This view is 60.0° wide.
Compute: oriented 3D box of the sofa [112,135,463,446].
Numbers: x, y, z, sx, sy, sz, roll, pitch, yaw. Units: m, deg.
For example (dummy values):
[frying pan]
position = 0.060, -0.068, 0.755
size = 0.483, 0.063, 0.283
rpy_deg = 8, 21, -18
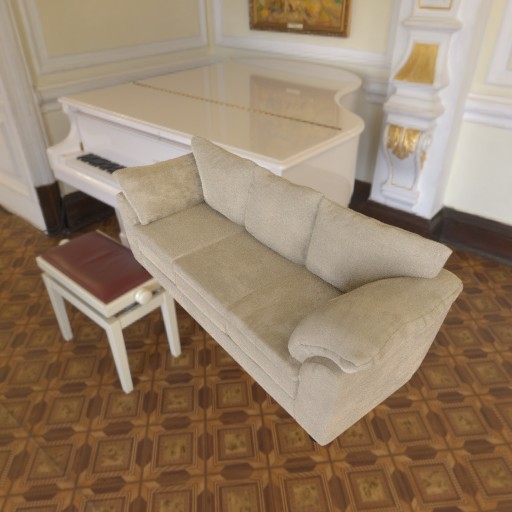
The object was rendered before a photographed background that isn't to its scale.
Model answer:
[sofa]
position = 0.000, 0.000, 2.812
size = 0.893, 0.981, 2.377
rpy_deg = -23, 40, -31
